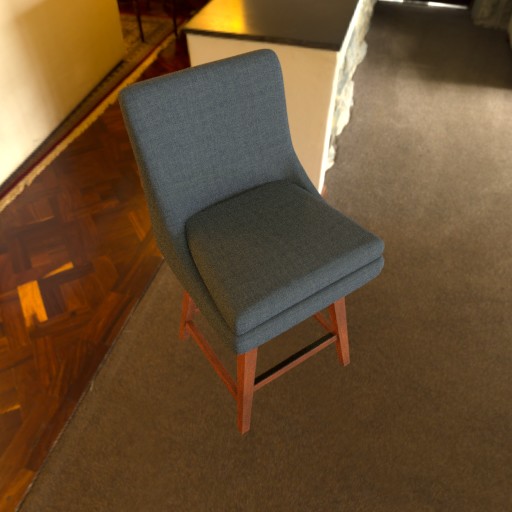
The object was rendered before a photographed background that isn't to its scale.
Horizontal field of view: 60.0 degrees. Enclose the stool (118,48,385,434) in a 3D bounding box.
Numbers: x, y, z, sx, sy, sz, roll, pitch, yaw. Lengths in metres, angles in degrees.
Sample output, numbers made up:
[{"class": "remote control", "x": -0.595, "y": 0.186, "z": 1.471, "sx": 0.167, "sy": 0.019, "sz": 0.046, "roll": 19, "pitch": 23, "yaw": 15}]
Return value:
[{"class": "stool", "x": 0.000, "y": 0.000, "z": 1.235, "sx": 0.467, "sy": 0.895, "sz": 0.524, "roll": -26, "pitch": 52, "yaw": -23}]
